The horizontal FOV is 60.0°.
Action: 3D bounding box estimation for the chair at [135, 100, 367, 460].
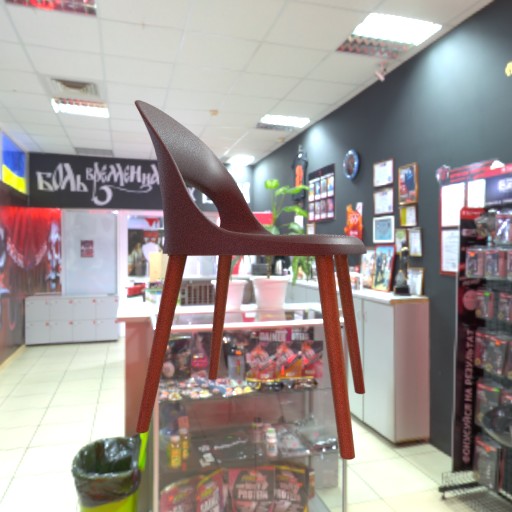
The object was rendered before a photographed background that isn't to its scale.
[{"bbox_3d":[0.000,0.000,1.144,0.556,0.795,0.470,0,1,17],"label":"chair"}]
